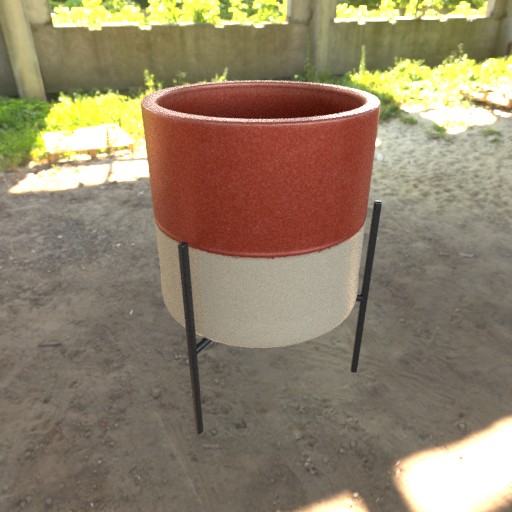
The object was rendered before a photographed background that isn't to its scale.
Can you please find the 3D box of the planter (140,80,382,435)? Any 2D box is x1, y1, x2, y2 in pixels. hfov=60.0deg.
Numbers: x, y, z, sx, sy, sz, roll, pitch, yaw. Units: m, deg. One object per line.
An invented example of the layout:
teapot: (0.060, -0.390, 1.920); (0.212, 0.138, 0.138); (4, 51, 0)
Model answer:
planter: (0.000, 0.000, 0.518); (0.235, 0.354, 0.251); (18, 34, 29)
